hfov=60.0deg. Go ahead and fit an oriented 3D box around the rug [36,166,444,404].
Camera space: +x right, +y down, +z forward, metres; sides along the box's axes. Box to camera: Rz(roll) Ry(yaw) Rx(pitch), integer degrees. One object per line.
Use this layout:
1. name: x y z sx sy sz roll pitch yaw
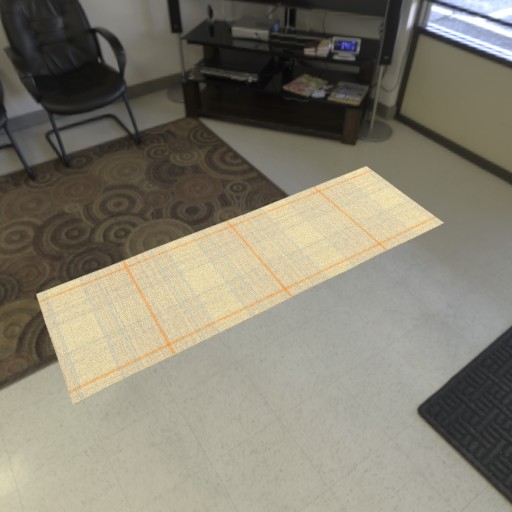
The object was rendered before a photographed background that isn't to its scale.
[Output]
1. rug: 0.000 0.000 2.720 2.442 0.016 0.770 -23 50 -21
